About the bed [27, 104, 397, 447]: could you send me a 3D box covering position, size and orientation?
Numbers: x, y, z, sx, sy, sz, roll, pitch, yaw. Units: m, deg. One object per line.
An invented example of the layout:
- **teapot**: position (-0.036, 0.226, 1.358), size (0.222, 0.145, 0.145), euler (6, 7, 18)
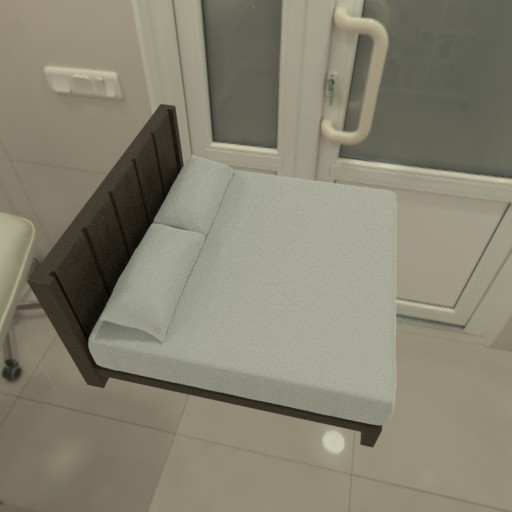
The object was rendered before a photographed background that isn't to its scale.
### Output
- **bed**: position (0.000, 0.000, 3.563), size (2.238, 1.261, 2.143), euler (9, 47, 9)
